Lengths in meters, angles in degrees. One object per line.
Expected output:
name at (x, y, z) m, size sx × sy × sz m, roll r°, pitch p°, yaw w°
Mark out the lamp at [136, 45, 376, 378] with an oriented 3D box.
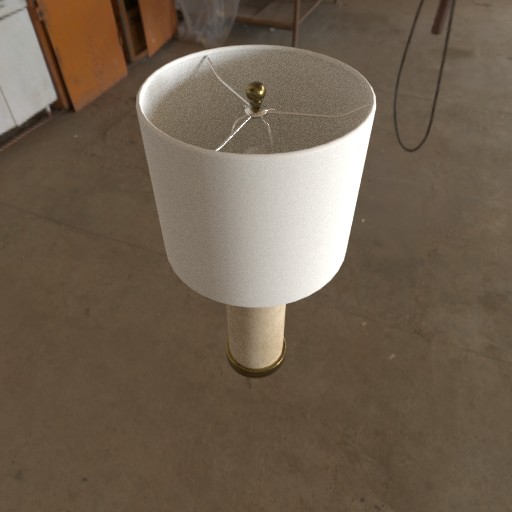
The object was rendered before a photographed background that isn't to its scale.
lamp at (0.000, 0.000, 0.790) m, size 0.305 × 0.634 × 0.305 m, roll -24°, pitch 51°, yaw -21°
